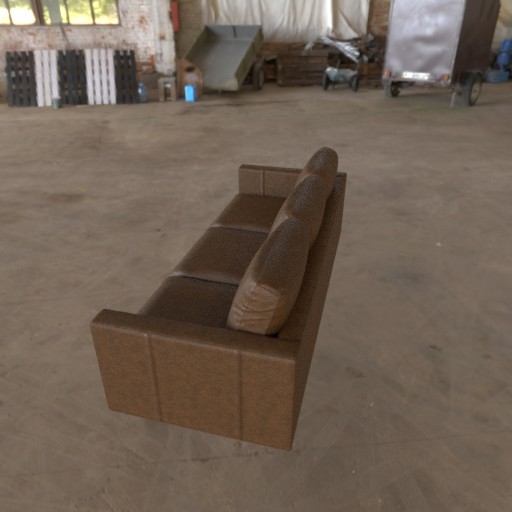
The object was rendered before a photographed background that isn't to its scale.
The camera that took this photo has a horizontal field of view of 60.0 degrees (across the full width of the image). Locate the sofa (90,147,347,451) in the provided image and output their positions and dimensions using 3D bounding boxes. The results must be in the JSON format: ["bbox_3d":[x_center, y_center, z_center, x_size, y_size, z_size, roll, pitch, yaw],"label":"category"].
[{"bbox_3d":[0.000,0.000,2.782,0.903,0.930,2.231,7,30,13],"label":"sofa"}]
